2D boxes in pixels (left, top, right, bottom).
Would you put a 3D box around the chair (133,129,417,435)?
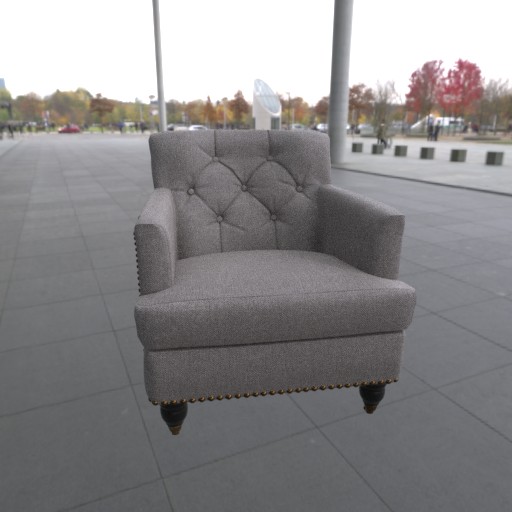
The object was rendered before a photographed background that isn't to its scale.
[{"bbox_3d":[0.000,0.000,1.516,0.737,0.823,0.902,-3,17,-9],"label":"chair"}]
